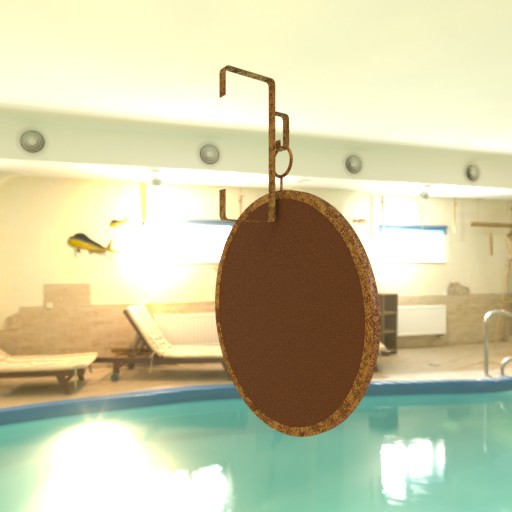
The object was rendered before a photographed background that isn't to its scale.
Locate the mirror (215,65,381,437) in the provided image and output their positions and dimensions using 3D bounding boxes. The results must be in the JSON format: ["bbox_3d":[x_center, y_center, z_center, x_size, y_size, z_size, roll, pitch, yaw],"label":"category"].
[{"bbox_3d":[0.000,0.000,0.799,0.144,0.651,0.447,0,-1,-36],"label":"mirror"}]
